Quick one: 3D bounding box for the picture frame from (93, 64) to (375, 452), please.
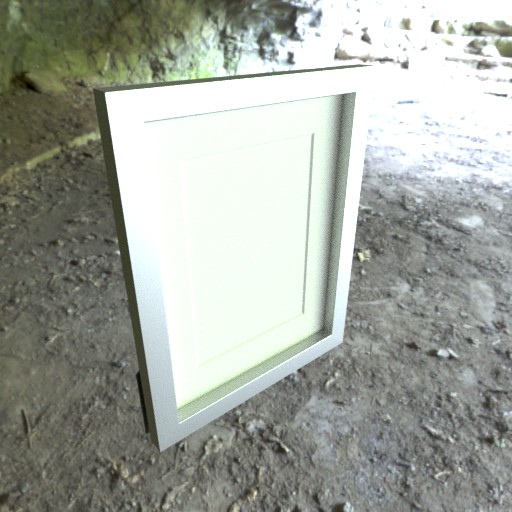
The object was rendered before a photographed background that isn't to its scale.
[{"bbox_3d":[0.000,0.000,0.506,0.307,0.386,0.036,-21,35,-33],"label":"picture frame"}]
